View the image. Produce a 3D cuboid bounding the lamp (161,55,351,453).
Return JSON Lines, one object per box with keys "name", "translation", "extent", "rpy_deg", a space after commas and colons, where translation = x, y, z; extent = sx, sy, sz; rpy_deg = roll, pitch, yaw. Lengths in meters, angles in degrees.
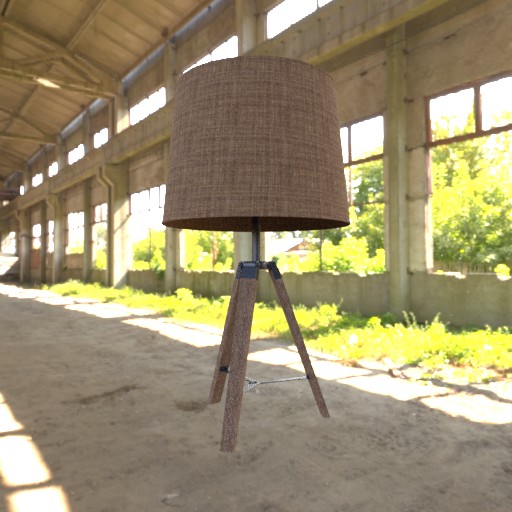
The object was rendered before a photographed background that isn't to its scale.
{"name": "lamp", "translation": [0.000, 0.000, 0.692], "extent": [0.290, 0.514, 0.290], "rpy_deg": [0, -1, 0]}
